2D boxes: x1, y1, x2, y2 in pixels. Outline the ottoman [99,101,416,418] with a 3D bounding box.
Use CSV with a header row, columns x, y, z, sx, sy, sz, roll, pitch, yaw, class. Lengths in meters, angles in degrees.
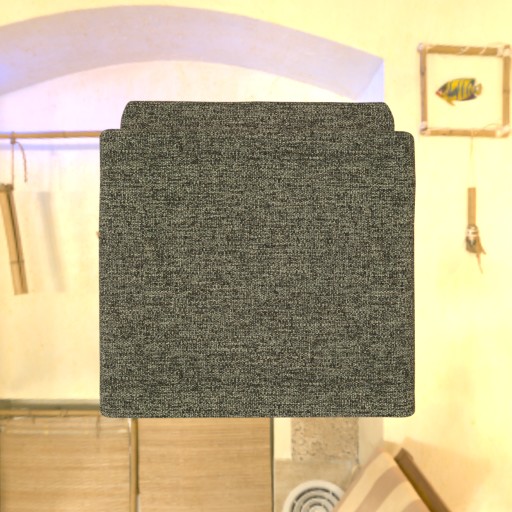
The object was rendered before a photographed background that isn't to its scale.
x,y,z,sx,sy,sz,roll,pitch,yaw,class
0.000,0.000,0.827,0.450,0.463,0.450,0,0,-1,ottoman
